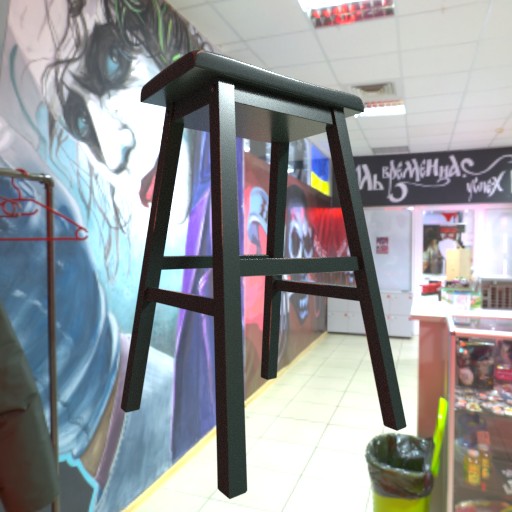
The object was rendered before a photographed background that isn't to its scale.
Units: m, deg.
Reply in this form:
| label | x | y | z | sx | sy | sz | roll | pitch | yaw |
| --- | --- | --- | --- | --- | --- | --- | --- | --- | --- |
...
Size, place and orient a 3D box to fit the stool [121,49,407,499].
| label | x | y | z | sx | sy | sz | roll | pitch | yaw |
| --- | --- | --- | --- | --- | --- | --- | --- | --- | --- |
| stool | 0.000 | 0.000 | 1.002 | 0.457 | 0.737 | 0.476 | -1 | 2 | -37 |
